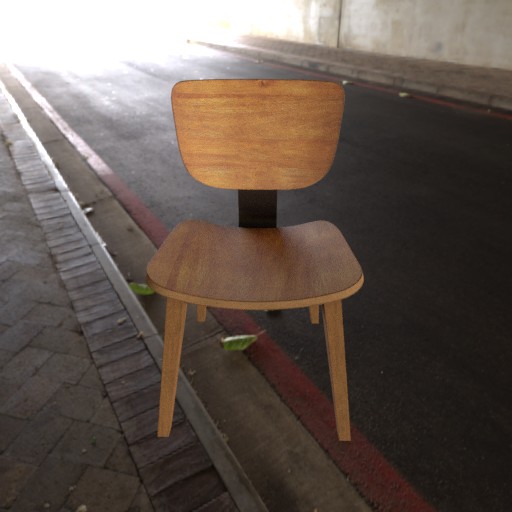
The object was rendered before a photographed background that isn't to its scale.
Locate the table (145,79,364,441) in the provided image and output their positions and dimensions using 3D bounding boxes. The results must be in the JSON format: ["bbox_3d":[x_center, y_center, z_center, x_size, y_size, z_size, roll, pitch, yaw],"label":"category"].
[{"bbox_3d":[0.000,0.000,1.150,0.499,0.805,0.500,1,30,1],"label":"table"}]
